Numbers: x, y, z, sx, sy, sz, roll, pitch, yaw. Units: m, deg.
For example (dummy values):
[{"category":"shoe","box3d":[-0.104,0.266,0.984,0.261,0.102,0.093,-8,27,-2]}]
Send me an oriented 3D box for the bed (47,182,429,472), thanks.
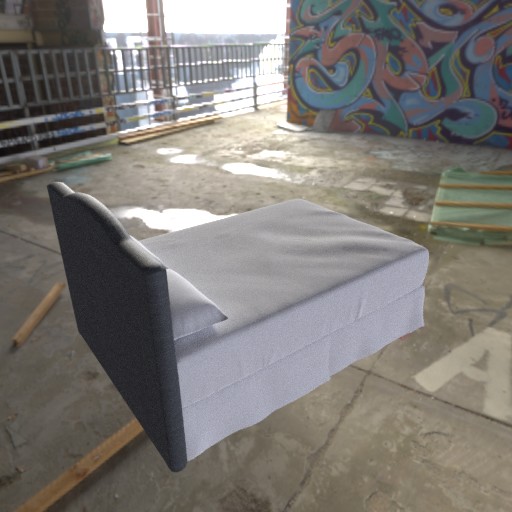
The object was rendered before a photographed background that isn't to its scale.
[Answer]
[{"category":"bed","box3d":[0.000,0.000,3.520,2.507,1.441,1.747,-19,32,-33]}]
